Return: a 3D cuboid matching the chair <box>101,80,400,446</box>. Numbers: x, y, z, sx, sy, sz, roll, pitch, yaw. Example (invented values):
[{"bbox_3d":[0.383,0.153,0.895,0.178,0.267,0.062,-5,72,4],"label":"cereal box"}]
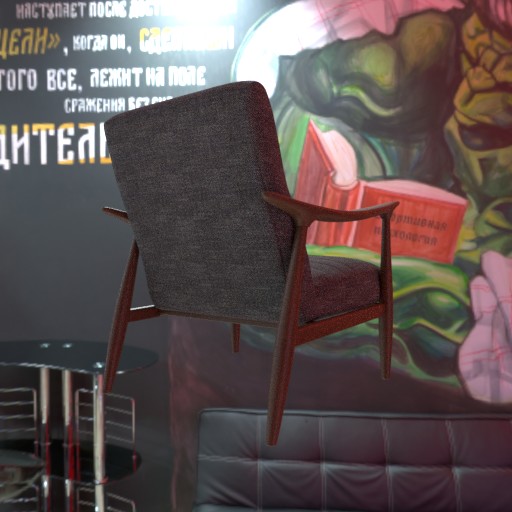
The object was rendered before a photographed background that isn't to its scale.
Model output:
[{"bbox_3d":[0.000,0.000,1.454,0.741,0.832,0.798,0,1,36],"label":"chair"}]
